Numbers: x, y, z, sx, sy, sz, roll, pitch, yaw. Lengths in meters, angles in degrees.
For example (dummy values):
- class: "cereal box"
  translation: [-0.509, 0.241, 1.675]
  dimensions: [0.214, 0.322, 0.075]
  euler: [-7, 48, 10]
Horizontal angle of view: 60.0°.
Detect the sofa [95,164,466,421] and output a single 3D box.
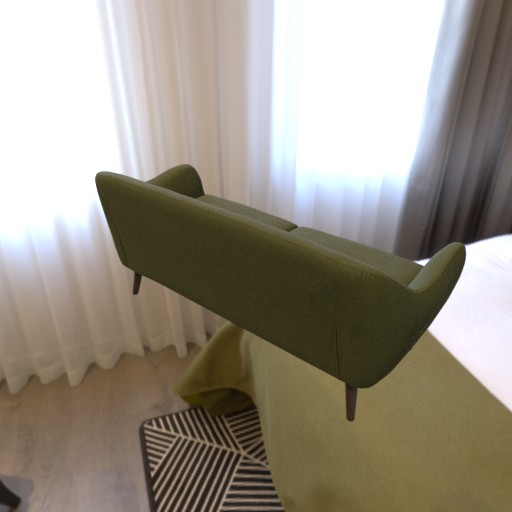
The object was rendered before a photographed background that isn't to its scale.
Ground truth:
- class: "sofa"
  translation: [0.000, 0.000, 2.304]
  dimensions: [1.840, 0.836, 0.820]
  euler: [22, 36, 34]
